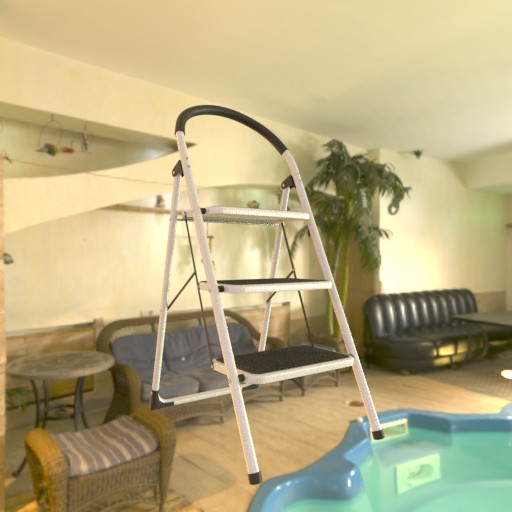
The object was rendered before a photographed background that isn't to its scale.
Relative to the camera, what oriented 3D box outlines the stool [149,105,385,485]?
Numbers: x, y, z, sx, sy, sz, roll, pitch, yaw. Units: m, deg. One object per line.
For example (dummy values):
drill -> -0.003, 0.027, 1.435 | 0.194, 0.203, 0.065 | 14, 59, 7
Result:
stool -> 0.000, 0.000, 1.464 | 0.485, 1.109, 0.676 | 0, 0, -35
